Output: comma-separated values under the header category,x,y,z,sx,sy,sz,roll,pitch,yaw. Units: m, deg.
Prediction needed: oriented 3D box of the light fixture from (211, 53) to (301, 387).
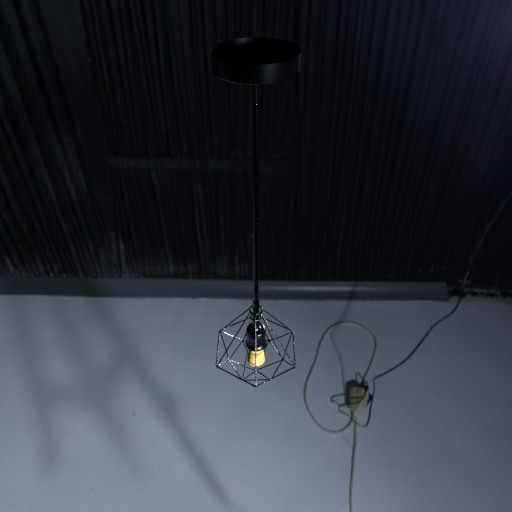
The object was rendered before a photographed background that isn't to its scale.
category,x,y,z,sx,sy,sz,roll,pitch,yaw
light fixture,0.000,0.000,2.014,0.431,1.764,0.487,0,41,0
